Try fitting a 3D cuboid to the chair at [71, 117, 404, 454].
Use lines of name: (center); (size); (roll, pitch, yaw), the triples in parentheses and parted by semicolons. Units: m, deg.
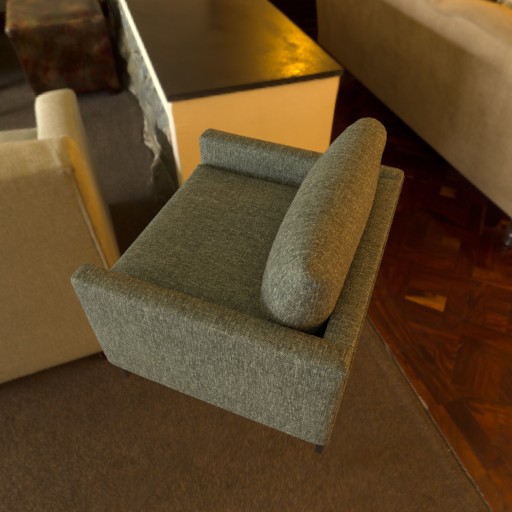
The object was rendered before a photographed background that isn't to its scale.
chair: (0.000, 0.000, 1.642); (0.866, 0.861, 0.963); (16, 48, 15)
